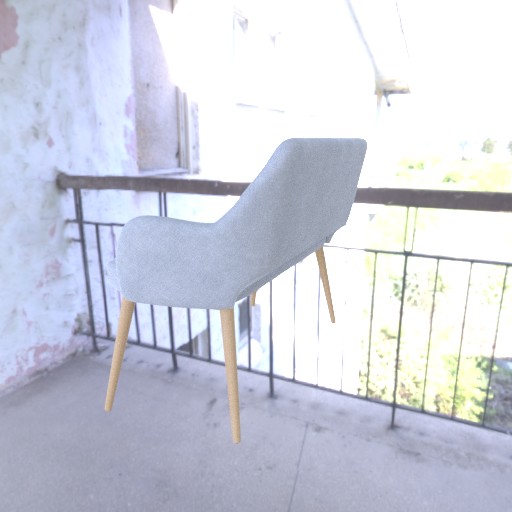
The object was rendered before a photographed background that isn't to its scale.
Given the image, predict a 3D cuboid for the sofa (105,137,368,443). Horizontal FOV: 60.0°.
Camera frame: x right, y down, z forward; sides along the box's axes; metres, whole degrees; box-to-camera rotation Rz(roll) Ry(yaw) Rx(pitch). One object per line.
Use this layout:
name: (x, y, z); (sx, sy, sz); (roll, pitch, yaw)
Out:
sofa: (0.000, 0.000, 1.626); (0.610, 0.840, 1.150); (7, 16, 25)
